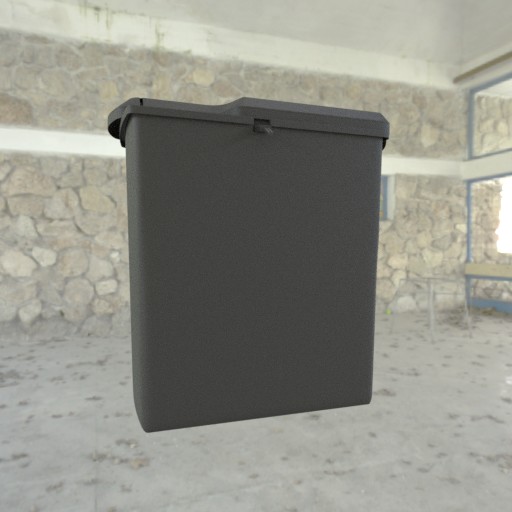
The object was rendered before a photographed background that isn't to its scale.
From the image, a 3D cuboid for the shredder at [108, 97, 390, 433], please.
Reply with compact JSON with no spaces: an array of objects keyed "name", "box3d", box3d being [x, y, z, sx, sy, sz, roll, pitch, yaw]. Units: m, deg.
[{"name":"shredder","box3d":[0.000,0.000,0.507,0.320,0.335,0.170,0,1,-19]}]
